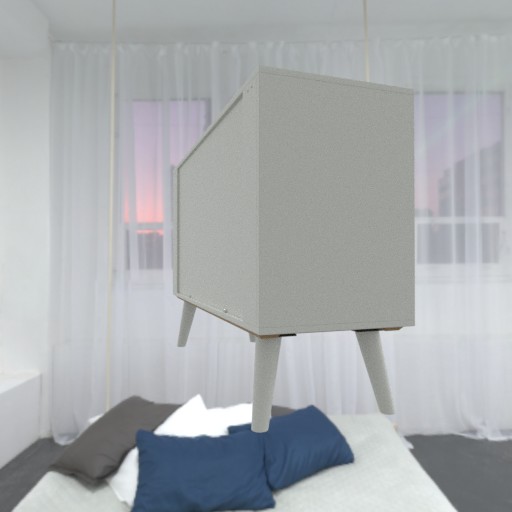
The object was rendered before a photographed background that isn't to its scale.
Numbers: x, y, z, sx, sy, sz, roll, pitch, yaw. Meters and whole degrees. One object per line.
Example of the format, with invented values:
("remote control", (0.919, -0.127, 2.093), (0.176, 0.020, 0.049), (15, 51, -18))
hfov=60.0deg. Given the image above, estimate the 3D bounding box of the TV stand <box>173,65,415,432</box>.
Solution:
("TV stand", (0.000, 0.000, 1.581), (0.406, 0.812, 1.193), (0, -1, -19))
